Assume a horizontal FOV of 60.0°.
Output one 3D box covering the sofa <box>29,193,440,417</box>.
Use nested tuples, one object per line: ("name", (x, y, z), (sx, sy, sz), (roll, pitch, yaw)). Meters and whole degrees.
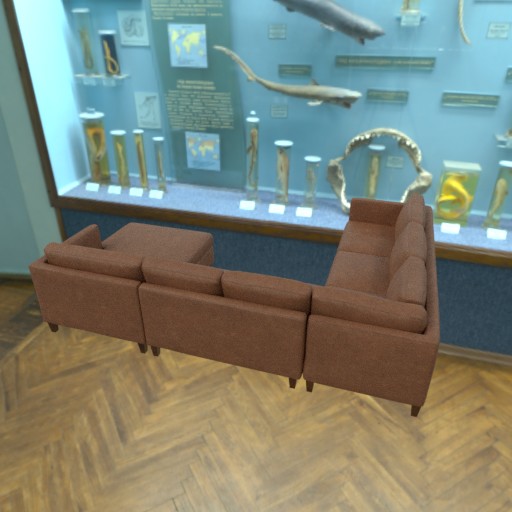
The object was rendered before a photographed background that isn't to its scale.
("sofa", (0.000, 0.000, 4.629), (3.460, 0.923, 2.593), (9, 30, 16))
